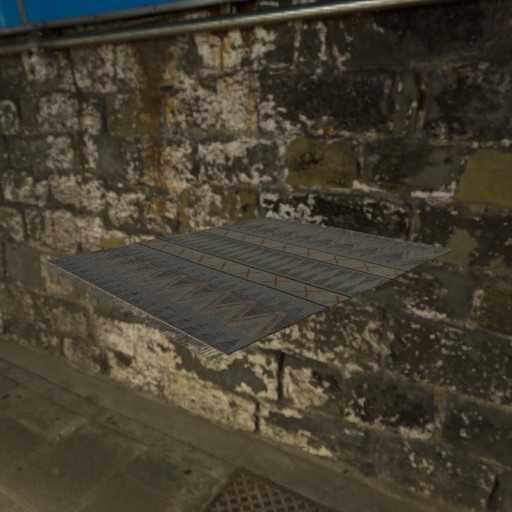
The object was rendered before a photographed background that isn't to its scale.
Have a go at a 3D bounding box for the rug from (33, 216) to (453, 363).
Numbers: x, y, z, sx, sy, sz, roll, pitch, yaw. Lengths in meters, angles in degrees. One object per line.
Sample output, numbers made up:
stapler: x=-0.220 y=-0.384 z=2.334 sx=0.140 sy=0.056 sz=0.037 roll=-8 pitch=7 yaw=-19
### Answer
rug: x=0.000 y=0.000 z=3.976 sx=2.371 sy=0.012 sz=3.000 roll=16 pitch=22 yaw=43
